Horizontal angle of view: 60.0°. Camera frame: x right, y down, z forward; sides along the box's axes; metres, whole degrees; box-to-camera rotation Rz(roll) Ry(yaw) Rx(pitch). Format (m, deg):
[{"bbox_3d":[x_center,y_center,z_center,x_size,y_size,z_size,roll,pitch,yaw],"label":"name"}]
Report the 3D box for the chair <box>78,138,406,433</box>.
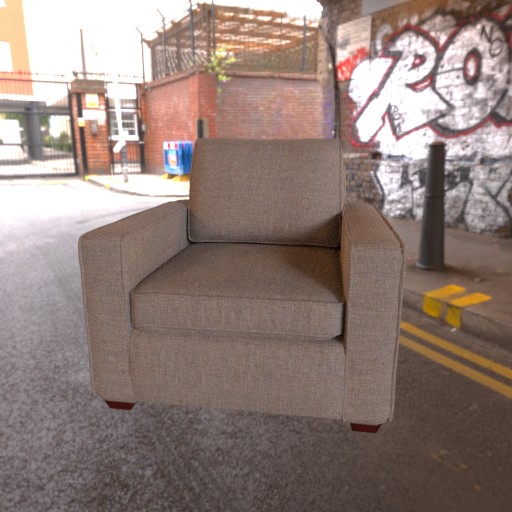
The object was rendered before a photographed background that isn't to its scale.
[{"bbox_3d":[0.000,0.000,1.760,1.016,0.914,0.940,2,14,8],"label":"chair"}]
